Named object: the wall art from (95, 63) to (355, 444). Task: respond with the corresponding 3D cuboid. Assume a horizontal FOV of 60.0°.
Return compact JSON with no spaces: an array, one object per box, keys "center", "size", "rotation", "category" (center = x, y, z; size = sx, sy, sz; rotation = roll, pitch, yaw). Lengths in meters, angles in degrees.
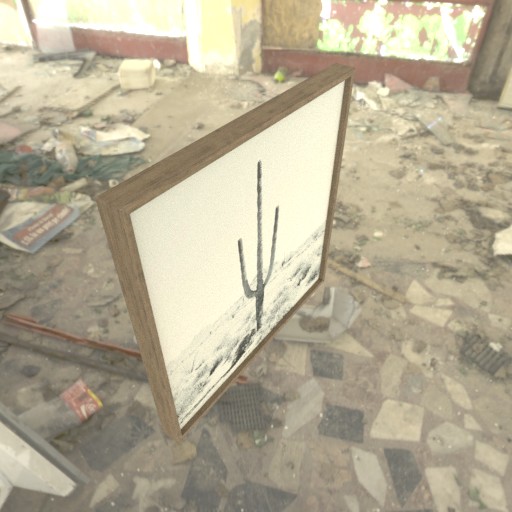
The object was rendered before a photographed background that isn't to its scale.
[{"center":[0.000,0.000,0.773],"size":[0.038,0.508,0.508],"rotation":[27,48,27],"category":"wall art"}]
